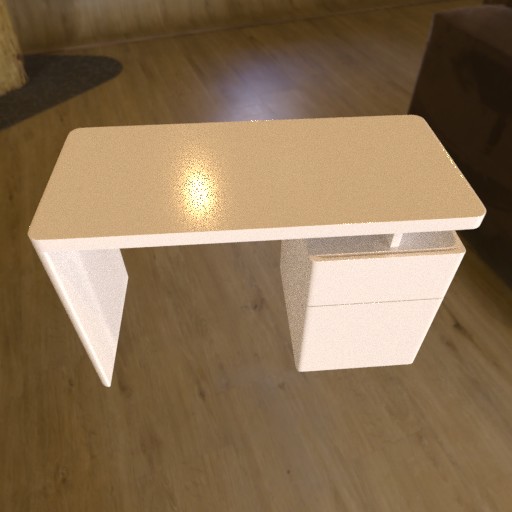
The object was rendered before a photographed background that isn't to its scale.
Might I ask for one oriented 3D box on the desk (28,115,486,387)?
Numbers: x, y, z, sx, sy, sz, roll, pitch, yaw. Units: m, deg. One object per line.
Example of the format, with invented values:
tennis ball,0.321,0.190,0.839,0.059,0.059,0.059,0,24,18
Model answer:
desk,0.000,0.000,1.595,1.200,0.760,0.550,-3,46,-3
